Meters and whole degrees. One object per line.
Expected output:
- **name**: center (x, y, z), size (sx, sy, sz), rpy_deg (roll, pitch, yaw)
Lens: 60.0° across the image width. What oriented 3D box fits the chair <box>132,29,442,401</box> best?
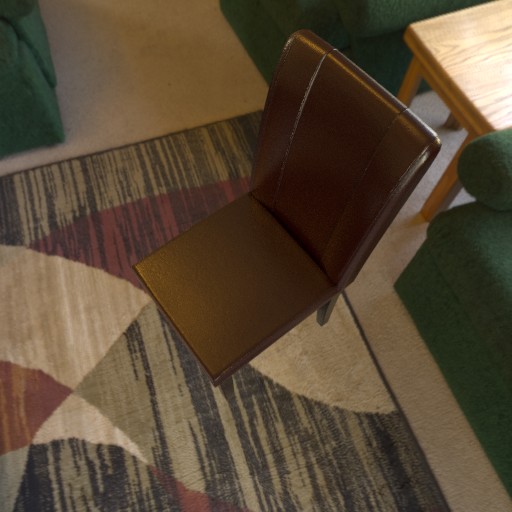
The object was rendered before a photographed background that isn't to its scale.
- **chair**: center (0.000, 0.000, 1.170), size (0.556, 0.897, 0.399), rpy_deg (-35, 68, -16)
